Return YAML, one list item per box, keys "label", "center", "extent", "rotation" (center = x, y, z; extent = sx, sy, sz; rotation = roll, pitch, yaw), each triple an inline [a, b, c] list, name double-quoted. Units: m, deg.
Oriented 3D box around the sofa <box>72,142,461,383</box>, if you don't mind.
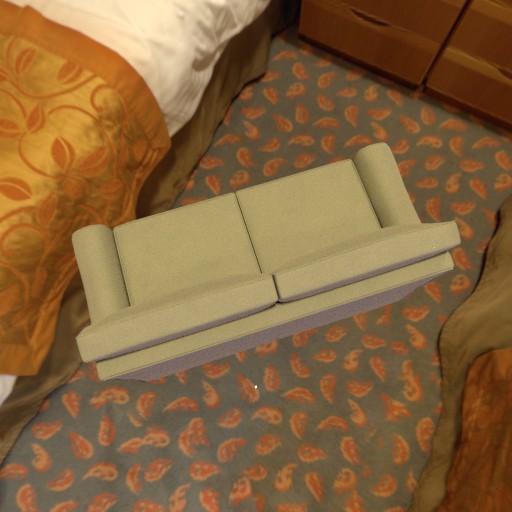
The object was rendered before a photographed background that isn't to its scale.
- label: "sofa"
  center: [0.000, 0.000, 2.362]
  extent: [1.823, 1.024, 0.841]
  rotation: [-17, 74, -5]
